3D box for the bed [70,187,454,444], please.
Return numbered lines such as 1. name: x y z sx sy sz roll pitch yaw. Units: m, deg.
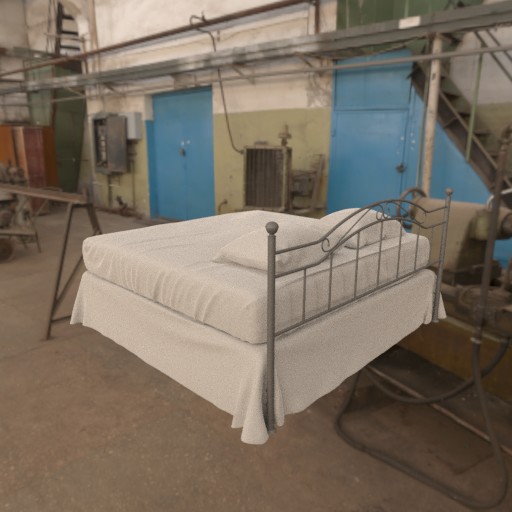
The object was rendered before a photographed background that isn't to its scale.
1. bed: 0.000 0.000 3.503 2.220 1.080 2.309 14 20 43
